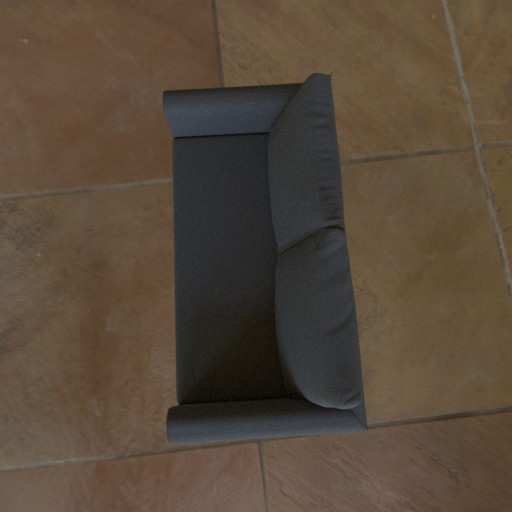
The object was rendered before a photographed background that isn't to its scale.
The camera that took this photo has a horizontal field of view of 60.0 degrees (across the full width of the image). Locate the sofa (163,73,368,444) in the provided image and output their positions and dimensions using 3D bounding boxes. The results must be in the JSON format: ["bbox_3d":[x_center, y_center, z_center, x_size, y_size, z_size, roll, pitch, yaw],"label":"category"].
[{"bbox_3d":[0.000,0.000,1.952,0.741,0.872,1.460,-3,77,-1],"label":"sofa"}]
